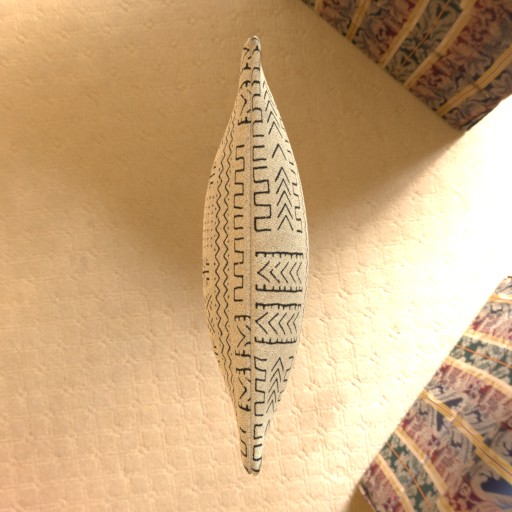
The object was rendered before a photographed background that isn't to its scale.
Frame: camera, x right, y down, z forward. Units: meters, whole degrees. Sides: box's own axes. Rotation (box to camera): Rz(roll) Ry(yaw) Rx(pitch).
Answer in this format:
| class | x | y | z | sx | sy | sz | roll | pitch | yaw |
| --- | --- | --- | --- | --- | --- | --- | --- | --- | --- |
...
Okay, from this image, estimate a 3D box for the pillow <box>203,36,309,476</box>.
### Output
| class | x | y | z | sx | sy | sz | roll | pitch | yaw |
| --- | --- | --- | --- | --- | --- | --- | --- | --- | --- |
| pillow | 0.000 | 0.000 | 0.800 | 0.188 | 0.352 | 0.637 | 0 | 88 | -1 |
